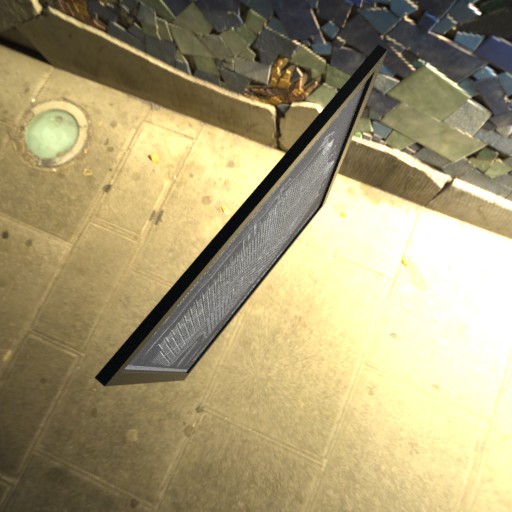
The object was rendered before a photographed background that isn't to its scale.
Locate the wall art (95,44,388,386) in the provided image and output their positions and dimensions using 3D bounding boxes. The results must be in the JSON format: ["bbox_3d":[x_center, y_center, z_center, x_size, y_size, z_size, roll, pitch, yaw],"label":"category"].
[{"bbox_3d":[0.000,0.000,1.180,0.022,0.807,0.807,37,78,9],"label":"wall art"}]
